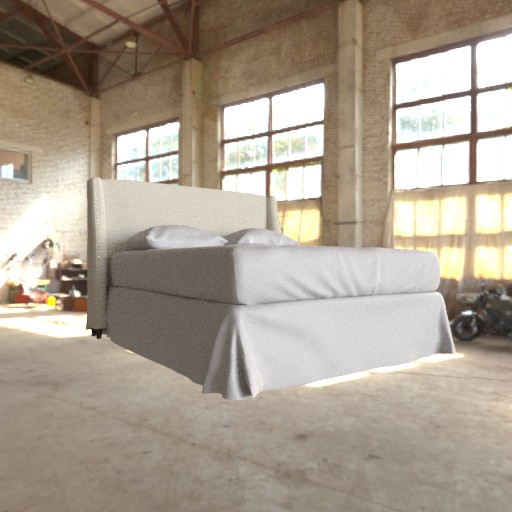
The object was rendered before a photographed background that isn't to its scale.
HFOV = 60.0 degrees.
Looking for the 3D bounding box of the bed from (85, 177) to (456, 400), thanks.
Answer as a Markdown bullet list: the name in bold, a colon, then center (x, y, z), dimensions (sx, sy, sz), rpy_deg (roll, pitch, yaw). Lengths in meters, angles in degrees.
- **bed**: center (0.000, 0.000, 3.333), dimensions (1.925, 1.332, 2.276), rpy_deg (0, -1, -35)
